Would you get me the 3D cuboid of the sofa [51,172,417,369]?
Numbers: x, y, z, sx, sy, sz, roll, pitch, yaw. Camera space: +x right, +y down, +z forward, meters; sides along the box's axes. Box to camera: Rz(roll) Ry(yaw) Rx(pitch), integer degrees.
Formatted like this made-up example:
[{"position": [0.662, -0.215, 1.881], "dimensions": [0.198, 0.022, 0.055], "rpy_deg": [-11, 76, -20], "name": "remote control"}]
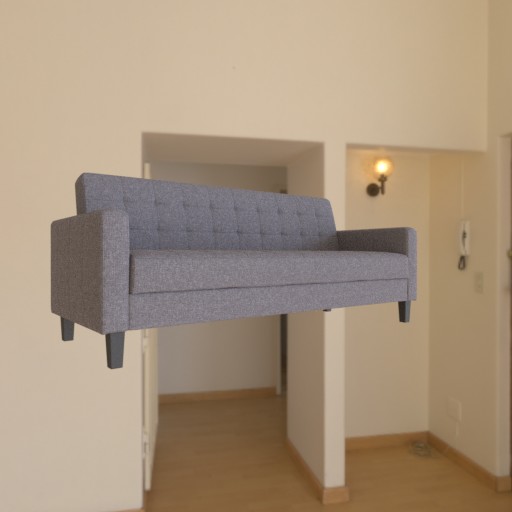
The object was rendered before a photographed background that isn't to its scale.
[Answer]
[{"position": [0.000, 0.000, 2.541], "dimensions": [2.040, 0.850, 0.810], "rpy_deg": [0, 0, -37], "name": "sofa"}]
